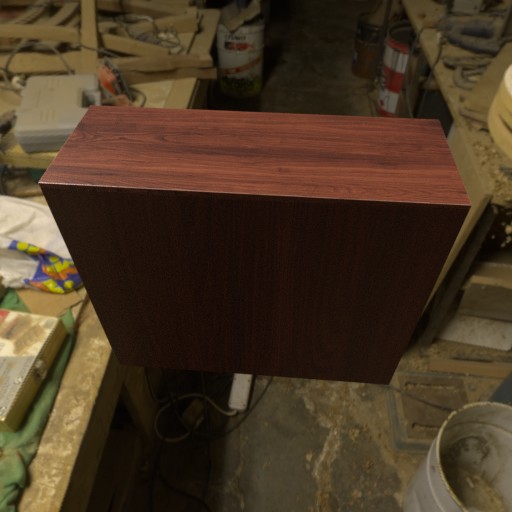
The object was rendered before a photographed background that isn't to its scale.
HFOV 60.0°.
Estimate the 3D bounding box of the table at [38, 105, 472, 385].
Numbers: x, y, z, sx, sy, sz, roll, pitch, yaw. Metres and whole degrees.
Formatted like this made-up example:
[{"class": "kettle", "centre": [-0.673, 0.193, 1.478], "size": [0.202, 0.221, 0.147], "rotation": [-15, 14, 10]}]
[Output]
[{"class": "table", "centre": [0.000, 0.000, 1.362], "size": [0.930, 0.790, 0.380], "rotation": [3, 47, 3]}]
